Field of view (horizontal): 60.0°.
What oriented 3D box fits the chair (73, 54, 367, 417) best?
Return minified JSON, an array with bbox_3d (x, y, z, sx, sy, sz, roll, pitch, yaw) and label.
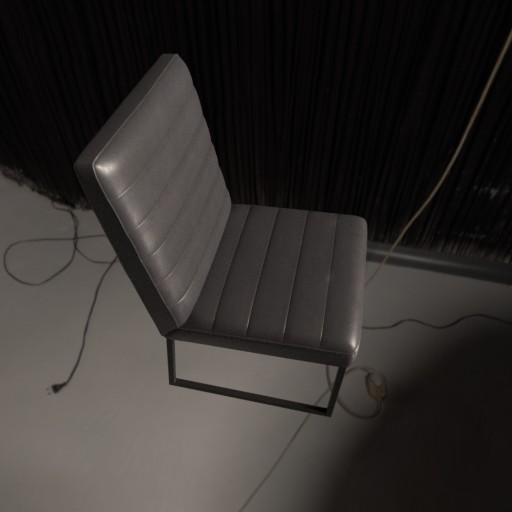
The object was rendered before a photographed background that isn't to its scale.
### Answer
[{"bbox_3d":[0.000,0.000,1.292,0.634,0.930,0.520,9,48,8],"label":"chair"}]
